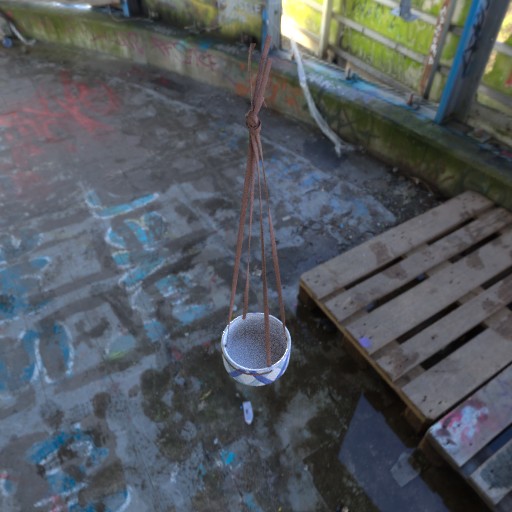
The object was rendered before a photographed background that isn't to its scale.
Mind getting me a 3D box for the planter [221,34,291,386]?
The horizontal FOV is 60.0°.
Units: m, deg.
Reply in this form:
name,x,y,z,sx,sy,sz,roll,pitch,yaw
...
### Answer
name,x,y,z,sx,sy,sz,roll,pitch,yaw
planter,0.000,0.000,0.827,0.166,0.751,0.166,-23,51,-20
